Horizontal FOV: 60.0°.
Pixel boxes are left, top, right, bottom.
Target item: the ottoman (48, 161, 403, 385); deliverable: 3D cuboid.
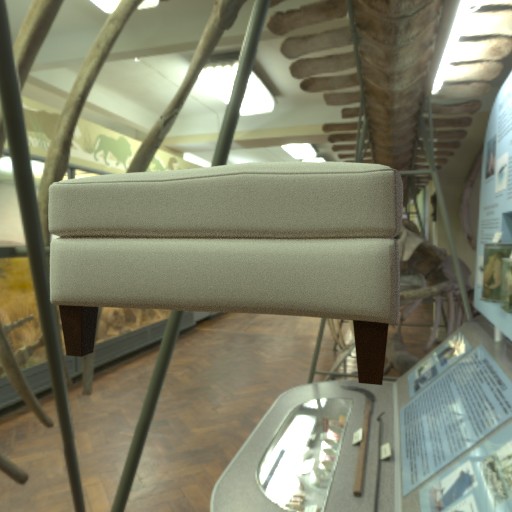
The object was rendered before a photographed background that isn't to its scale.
[{"bbox_3d":[0.000,0.000,1.350,0.838,0.479,0.838,1,2,17],"label":"ottoman"}]
